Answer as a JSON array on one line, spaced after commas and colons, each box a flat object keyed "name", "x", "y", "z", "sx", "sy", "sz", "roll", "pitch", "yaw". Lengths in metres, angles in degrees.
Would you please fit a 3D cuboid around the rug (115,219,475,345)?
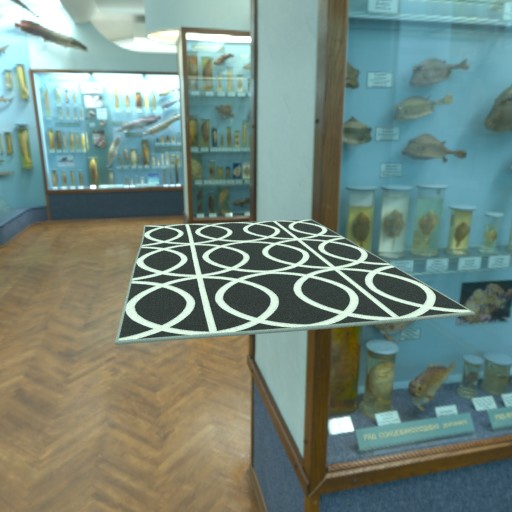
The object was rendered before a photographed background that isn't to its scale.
[{"name": "rug", "x": 0.000, "y": 0.000, "z": 2.872, "sx": 1.526, "sy": 0.014, "sz": 2.290, "roll": -3, "pitch": 16, "yaw": -11}]
